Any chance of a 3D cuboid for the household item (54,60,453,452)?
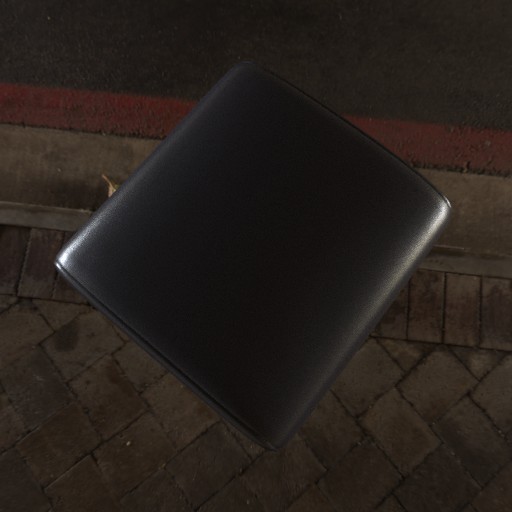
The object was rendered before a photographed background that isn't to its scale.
[{"bbox_3d":[0.000,0.000,0.891,0.530,0.410,0.530,38,79,9],"label":"household item"}]
